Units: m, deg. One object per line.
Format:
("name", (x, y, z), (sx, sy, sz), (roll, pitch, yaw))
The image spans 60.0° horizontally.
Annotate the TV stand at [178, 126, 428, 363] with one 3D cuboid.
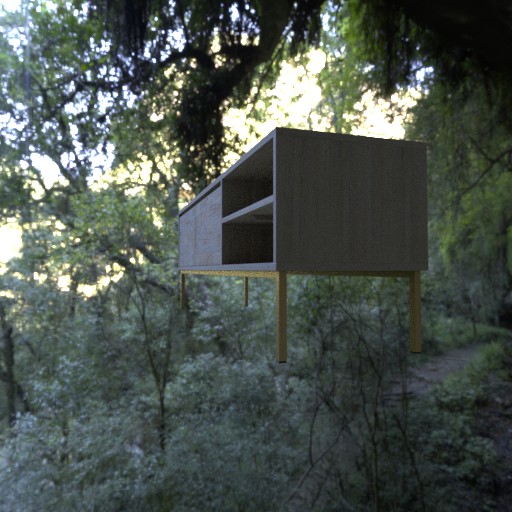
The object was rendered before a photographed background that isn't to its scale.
("TV stand", (0.000, 0.000, 1.844), (0.420, 0.550, 1.600), (1, -2, -18))
